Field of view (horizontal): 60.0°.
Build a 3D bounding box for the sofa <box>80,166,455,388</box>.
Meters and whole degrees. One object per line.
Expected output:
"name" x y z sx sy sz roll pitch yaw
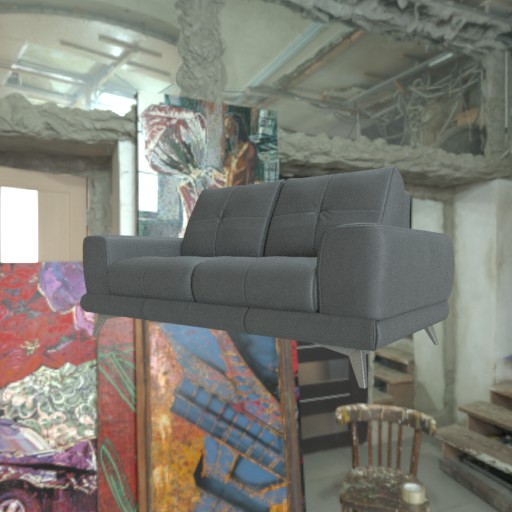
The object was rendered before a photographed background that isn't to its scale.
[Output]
"sofa" 0.000 0.000 2.382 1.806 0.907 1.018 0 0 37
